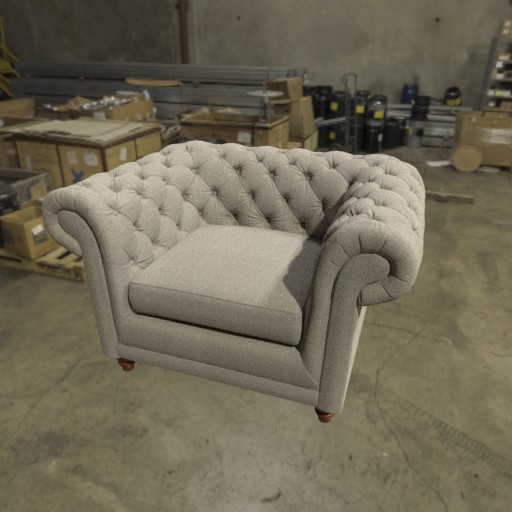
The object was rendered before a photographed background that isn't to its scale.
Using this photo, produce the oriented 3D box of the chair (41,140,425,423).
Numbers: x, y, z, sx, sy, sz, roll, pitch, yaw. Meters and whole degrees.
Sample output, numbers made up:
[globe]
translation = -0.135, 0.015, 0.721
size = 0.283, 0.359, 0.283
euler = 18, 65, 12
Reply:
[chair]
translation = 0.000, 0.000, 1.869
size = 1.270, 0.770, 0.976
euler = 9, 27, 17
